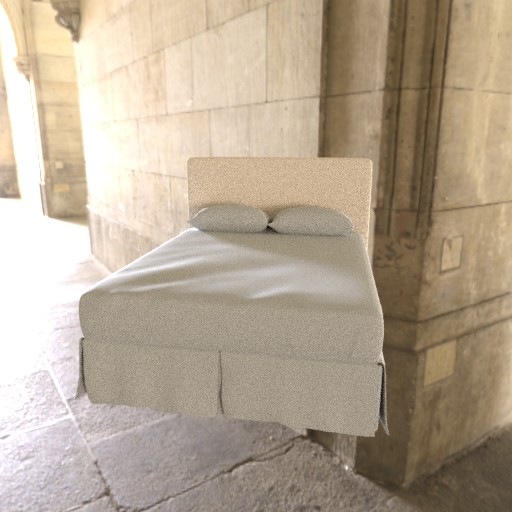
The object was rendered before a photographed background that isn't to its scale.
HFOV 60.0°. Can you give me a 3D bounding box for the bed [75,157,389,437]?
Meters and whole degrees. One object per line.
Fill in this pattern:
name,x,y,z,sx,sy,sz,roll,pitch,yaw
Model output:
bed,0.000,0.000,3.217,1.748,1.330,2.142,3,15,10
